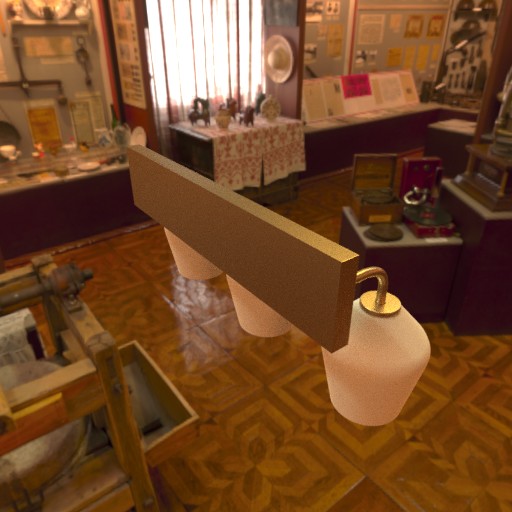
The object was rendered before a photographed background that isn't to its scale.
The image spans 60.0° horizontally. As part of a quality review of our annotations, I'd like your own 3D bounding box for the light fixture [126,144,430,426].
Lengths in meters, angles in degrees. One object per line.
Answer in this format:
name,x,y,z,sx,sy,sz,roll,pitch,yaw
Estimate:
light fixture,0.000,0.000,0.729,0.190,0.280,0.609,-19,34,-31
